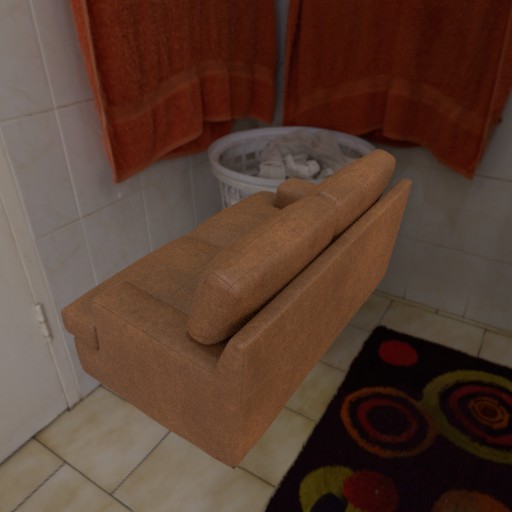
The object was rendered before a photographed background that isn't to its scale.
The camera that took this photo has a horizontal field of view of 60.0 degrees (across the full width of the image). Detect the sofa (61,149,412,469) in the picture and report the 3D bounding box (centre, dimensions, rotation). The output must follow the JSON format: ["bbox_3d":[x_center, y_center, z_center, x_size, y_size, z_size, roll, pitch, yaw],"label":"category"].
[{"bbox_3d":[0.000,0.000,2.525,1.144,0.966,1.880,19,36,29],"label":"sofa"}]
